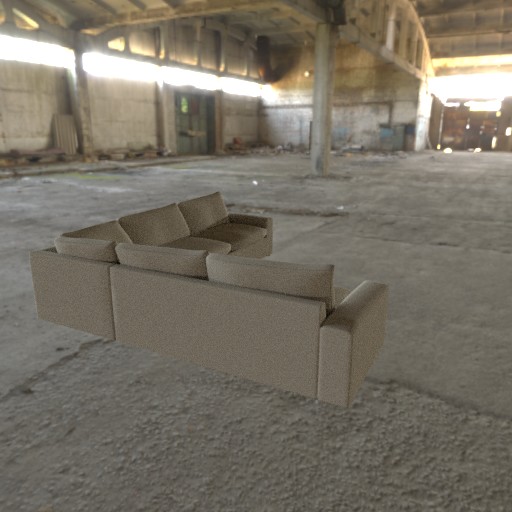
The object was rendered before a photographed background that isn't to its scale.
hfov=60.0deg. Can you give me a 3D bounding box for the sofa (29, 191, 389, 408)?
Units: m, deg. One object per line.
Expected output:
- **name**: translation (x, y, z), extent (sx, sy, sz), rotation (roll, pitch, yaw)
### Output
- **sofa**: translation (0.000, 0.000, 4.807), extent (3.066, 0.918, 3.206), rotation (8, 18, 27)
